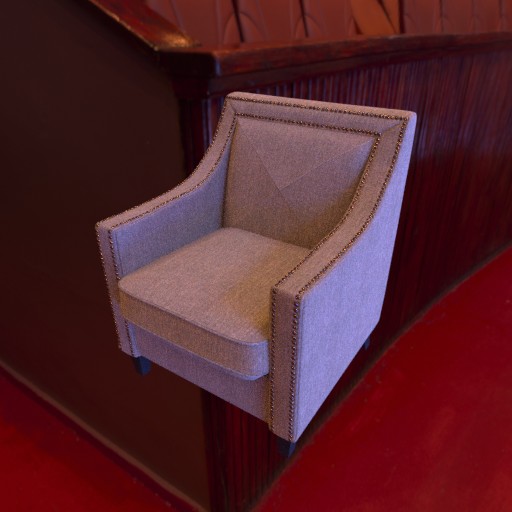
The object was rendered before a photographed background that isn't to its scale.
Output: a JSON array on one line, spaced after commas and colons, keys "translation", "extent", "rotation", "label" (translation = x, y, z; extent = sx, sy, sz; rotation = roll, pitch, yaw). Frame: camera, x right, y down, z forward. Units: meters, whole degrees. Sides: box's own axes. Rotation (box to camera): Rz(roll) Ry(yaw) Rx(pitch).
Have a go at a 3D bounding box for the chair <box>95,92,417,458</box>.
[{"translation": [0.000, 0.000, 1.609], "extent": [0.776, 0.967, 0.884], "rotation": [18, 34, 29], "label": "chair"}]
